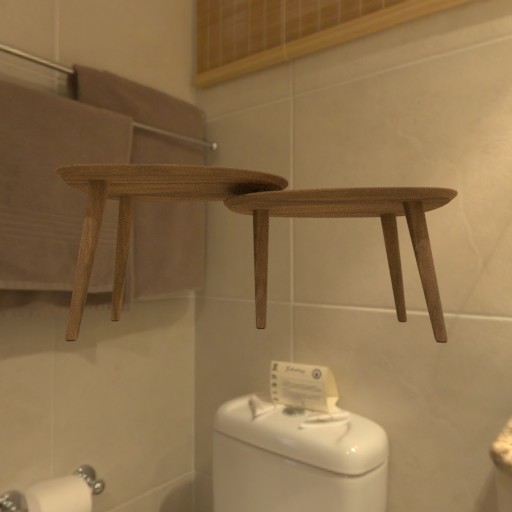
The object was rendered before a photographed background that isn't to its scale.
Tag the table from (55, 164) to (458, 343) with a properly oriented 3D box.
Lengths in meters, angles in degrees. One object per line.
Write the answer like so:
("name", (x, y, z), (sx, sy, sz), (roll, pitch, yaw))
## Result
("table", (0.000, 0.000, 1.299), (1.084, 0.429, 0.527), (0, -1, 2))
